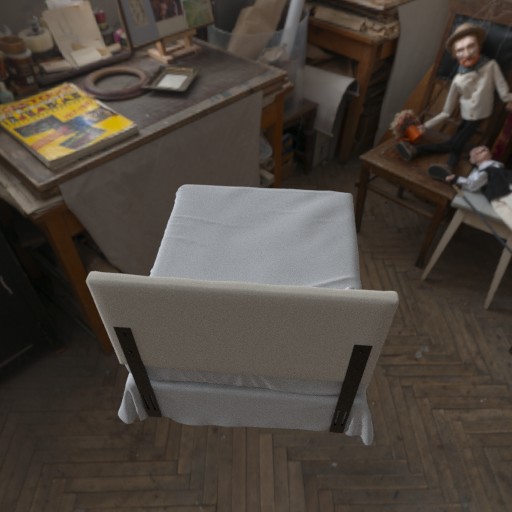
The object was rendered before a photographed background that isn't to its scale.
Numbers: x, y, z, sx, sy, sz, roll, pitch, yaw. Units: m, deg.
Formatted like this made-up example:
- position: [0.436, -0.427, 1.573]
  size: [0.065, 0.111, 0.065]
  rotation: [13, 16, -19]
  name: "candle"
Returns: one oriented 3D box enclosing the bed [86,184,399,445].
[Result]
- position: [0.000, 0.000, 3.530]
  size: [1.936, 1.577, 2.222]
  rotation: [4, 46, 4]
  name: "bed"
